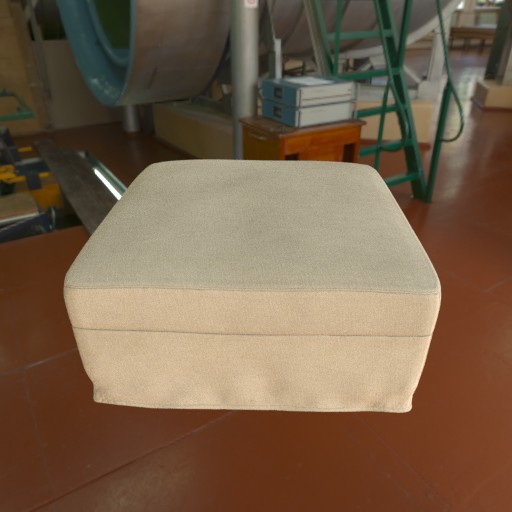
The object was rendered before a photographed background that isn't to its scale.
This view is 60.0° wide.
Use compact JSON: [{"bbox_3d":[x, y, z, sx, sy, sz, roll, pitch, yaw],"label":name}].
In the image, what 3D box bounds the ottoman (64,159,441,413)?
[{"bbox_3d":[0.000,0.000,1.367,0.842,0.441,0.843,1,30,2],"label":"ottoman"}]
